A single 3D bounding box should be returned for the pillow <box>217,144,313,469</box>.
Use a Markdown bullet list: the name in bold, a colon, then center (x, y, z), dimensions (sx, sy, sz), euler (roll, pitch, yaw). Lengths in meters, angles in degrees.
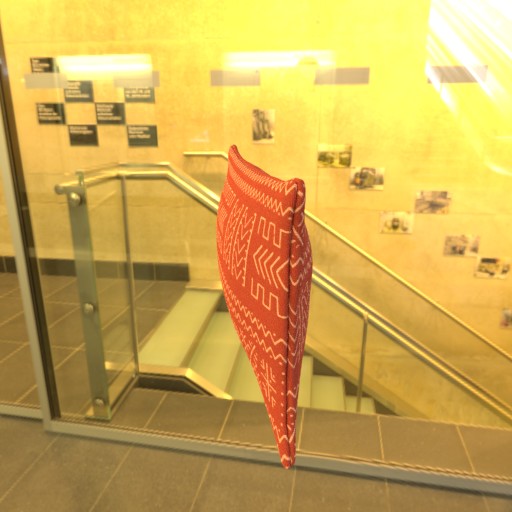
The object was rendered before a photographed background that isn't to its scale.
- **pillow**: center (0.000, 0.000, 0.789), dimensions (0.130, 0.352, 0.640), euler (-3, 17, -9)
